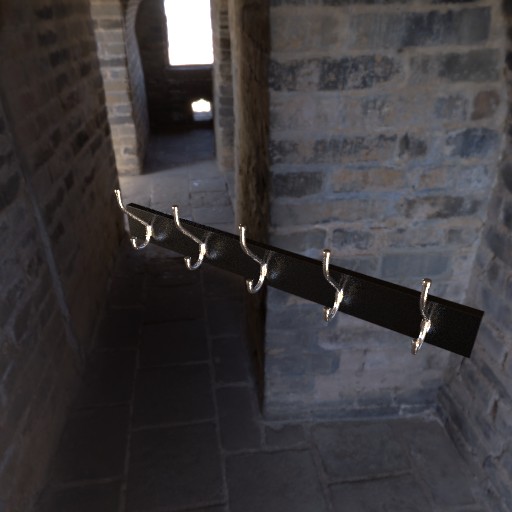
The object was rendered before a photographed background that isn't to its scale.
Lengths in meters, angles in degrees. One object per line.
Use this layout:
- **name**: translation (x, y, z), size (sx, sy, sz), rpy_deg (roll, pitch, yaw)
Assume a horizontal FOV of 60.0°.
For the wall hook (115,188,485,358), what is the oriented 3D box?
- **wall hook**: translation (0.000, 0.000, 0.612), size (0.571, 0.117, 0.071), rpy_deg (18, 34, 29)
